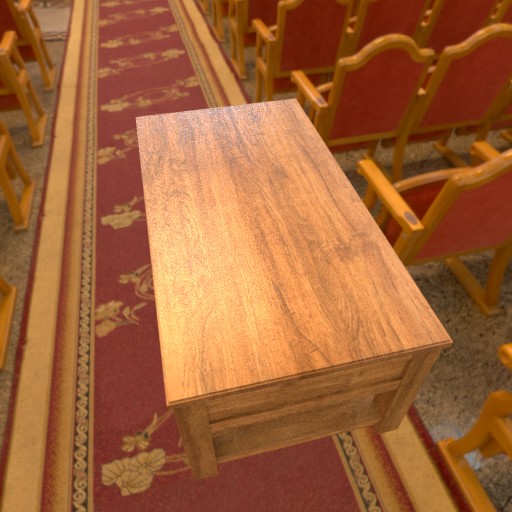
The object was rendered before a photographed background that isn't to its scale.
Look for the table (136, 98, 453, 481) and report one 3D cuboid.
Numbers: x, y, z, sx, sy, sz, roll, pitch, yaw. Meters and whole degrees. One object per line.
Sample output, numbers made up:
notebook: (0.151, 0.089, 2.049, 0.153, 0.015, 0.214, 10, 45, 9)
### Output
table: (0.000, 0.000, 1.470, 0.635, 0.480, 1.150, -10, 47, -9)
